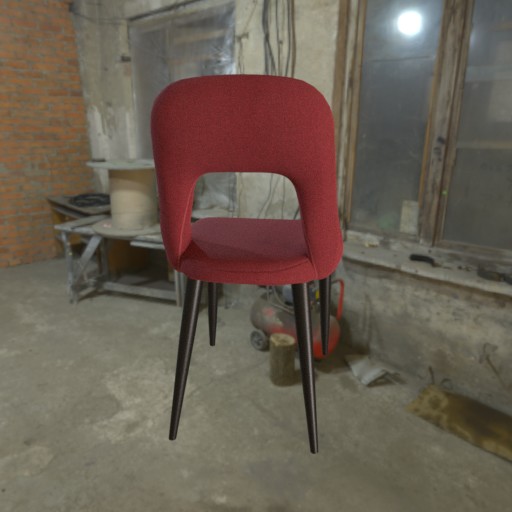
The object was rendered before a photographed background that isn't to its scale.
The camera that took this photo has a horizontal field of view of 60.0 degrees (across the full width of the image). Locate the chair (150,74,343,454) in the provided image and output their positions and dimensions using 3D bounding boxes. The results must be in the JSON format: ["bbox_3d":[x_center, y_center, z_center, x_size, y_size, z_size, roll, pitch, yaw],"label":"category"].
[{"bbox_3d":[0.000,0.000,1.237,0.483,0.892,0.569,3,17,9],"label":"chair"}]
